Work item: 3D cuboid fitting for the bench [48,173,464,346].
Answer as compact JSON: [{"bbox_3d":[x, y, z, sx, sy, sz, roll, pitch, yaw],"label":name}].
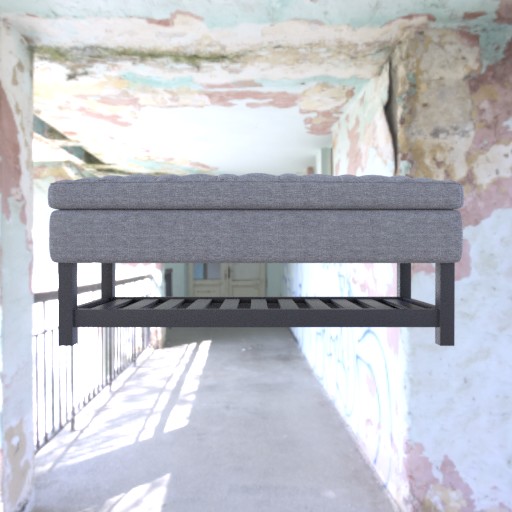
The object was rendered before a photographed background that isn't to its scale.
[{"bbox_3d":[0.000,0.000,1.347,1.100,0.470,0.429,0,0,0],"label":"bench"}]
